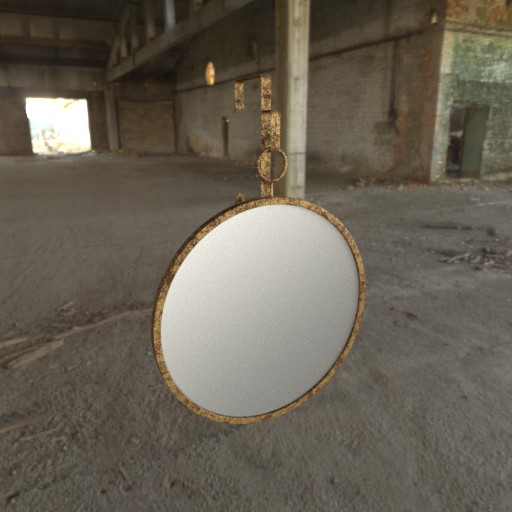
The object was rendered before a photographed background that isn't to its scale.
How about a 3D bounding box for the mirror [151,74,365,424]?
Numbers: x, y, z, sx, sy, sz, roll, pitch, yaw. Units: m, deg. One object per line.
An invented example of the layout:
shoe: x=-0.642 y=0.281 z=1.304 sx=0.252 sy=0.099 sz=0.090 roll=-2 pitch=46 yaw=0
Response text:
mirror: x=0.000 y=0.000 z=0.861 sx=0.447 sy=0.651 sz=0.144 roll=-8 pitch=18 yaw=-26
